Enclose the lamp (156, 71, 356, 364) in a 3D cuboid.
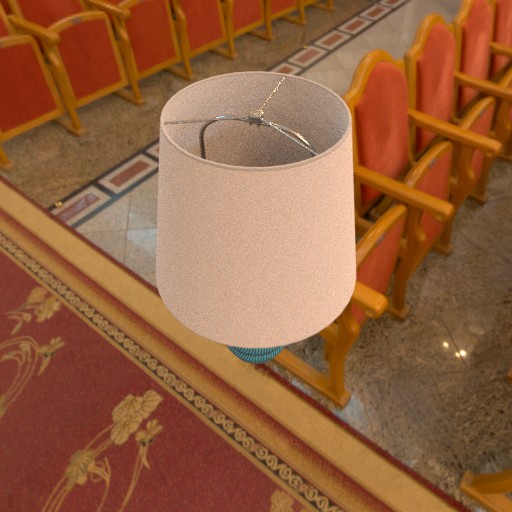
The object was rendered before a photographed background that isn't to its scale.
[{"bbox_3d":[0.000,0.000,0.560,0.254,0.392,0.254,0,47,0],"label":"lamp"}]
